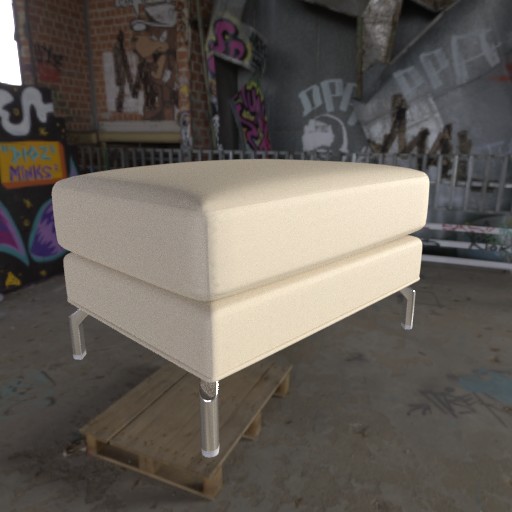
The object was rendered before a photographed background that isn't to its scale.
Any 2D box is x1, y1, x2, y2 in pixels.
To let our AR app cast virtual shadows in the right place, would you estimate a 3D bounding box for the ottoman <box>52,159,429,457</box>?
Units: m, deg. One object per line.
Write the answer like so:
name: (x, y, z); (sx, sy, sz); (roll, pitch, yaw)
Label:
ottoman: (0.000, 0.000, 1.192); (0.581, 0.497, 0.835); (14, 20, 42)
